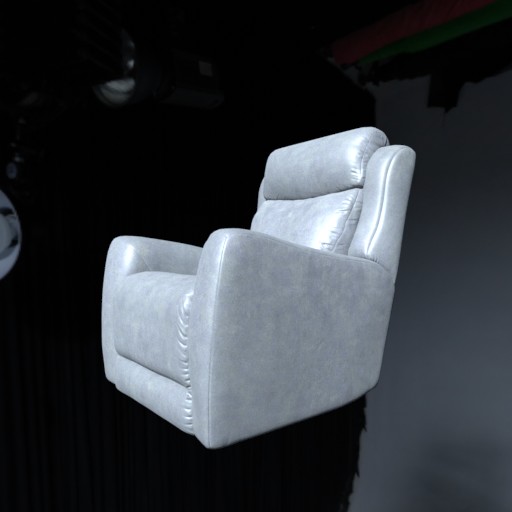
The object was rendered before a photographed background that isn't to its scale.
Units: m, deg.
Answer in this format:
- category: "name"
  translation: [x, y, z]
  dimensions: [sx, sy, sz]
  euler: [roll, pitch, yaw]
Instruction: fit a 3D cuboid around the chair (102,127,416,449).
- category: "chair"
  translation: [0.000, 0.000, 1.907]
  dimensions: [1.068, 1.116, 0.967]
  euler: [-1, 2, -37]
